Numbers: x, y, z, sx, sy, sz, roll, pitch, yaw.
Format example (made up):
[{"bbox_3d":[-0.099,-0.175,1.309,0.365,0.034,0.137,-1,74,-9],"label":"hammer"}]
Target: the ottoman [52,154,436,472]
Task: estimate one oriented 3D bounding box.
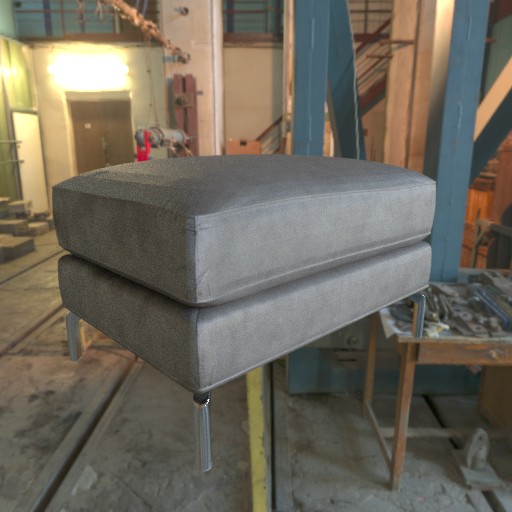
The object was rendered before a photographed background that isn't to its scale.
[{"bbox_3d":[0.000,0.000,1.019,0.719,0.456,0.520,-13,20,-42],"label":"ottoman"}]
